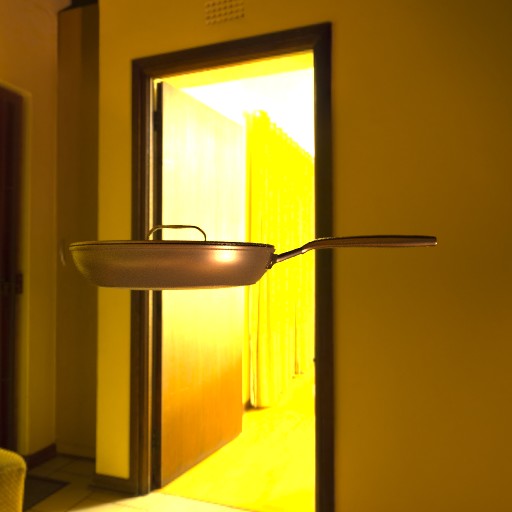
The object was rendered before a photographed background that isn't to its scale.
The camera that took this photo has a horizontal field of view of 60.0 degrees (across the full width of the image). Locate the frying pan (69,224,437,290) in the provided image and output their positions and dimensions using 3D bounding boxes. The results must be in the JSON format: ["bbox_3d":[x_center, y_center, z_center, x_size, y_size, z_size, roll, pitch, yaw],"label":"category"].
[{"bbox_3d":[0.000,0.000,0.608,0.490,0.086,0.272,0,-1,0],"label":"frying pan"}]
